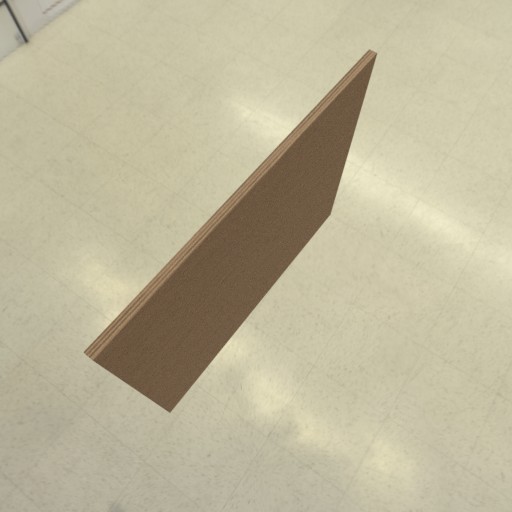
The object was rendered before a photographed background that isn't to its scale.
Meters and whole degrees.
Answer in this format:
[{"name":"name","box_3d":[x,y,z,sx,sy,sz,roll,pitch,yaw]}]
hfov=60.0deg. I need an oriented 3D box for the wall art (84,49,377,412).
[{"name":"wall art","box_3d":[0.000,0.000,0.679,0.013,0.406,0.508,35,69,15]}]
